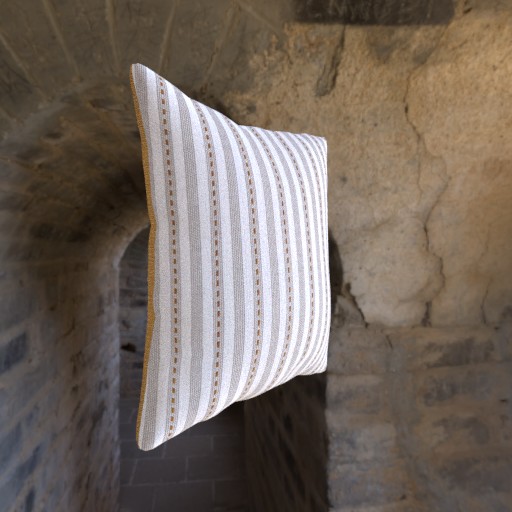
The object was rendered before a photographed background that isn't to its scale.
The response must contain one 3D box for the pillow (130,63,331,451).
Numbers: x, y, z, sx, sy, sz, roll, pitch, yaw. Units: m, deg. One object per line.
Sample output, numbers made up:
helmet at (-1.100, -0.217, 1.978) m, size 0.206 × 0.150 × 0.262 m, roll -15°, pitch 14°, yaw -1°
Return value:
pillow at (0.000, 0.000, 0.654) m, size 0.147 × 0.437 × 0.432 m, roll 1°, pitch 1°, yaw 36°
